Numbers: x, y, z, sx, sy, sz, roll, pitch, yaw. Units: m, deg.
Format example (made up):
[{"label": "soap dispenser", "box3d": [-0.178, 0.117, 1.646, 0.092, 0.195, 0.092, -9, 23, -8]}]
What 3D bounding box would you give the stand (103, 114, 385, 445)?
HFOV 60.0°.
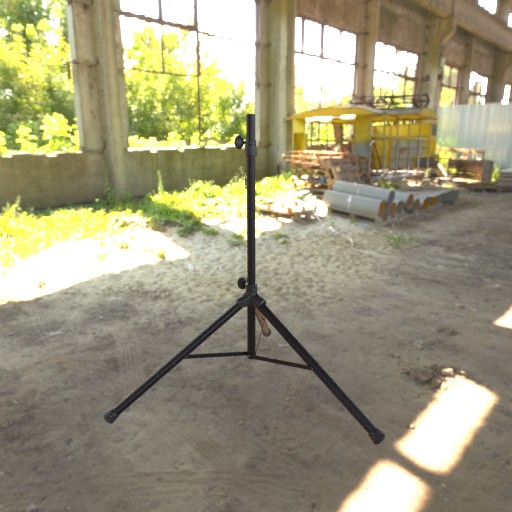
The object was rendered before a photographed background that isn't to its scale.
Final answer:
[{"label": "stand", "box3d": [0.000, 0.000, 1.888, 1.045, 1.136, 0.907, 2, 15, 8]}]
